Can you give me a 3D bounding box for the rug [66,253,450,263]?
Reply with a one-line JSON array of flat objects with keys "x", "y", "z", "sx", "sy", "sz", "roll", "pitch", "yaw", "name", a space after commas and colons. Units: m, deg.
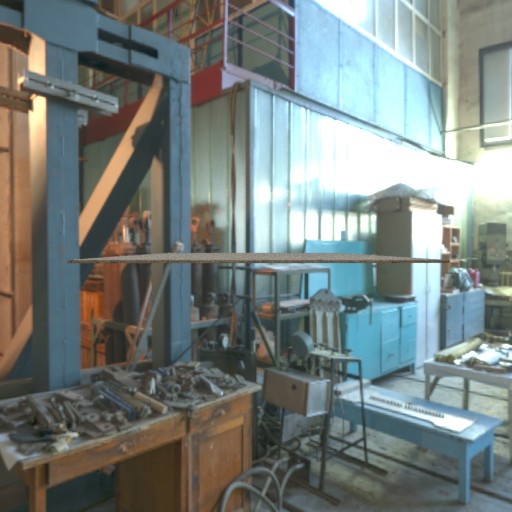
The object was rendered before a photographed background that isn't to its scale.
[{"x": 0.000, "y": 0.000, "z": 2.915, "sx": 1.547, "sy": 0.013, "sz": 2.283, "roll": 0, "pitch": 1, "yaw": -1, "name": "rug"}]
